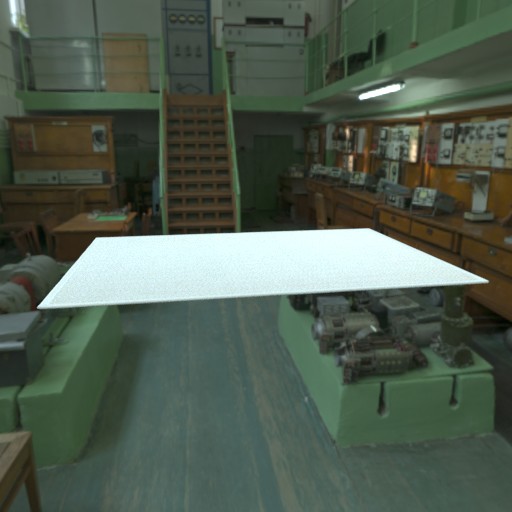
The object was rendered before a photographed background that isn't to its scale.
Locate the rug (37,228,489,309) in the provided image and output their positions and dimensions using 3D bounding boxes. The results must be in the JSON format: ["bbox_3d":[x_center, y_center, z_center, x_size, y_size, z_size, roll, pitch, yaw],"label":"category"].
[{"bbox_3d":[0.000,0.000,2.881,2.244,0.017,1.532,-2,14,-10],"label":"rug"}]
